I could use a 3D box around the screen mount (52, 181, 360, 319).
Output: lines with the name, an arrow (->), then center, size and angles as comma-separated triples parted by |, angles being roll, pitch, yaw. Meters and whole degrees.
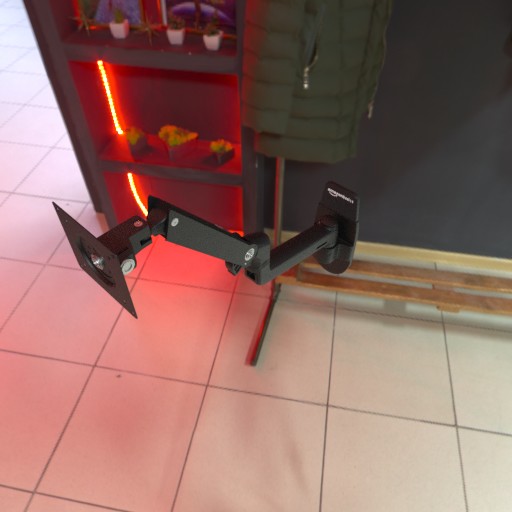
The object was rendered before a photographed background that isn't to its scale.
screen mount -> 0.000, 0.000, 0.721 | 0.115, 0.466, 0.495 | 34, 55, 28
